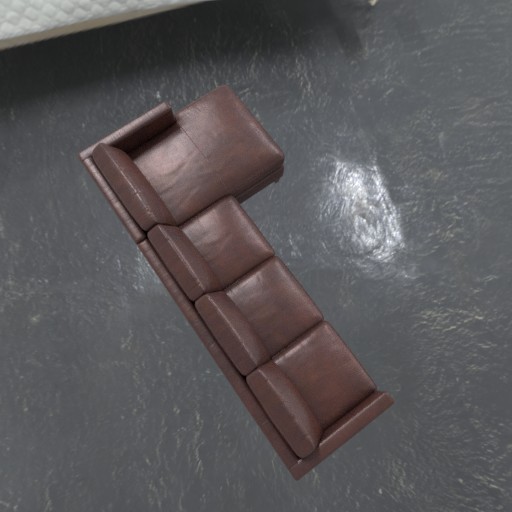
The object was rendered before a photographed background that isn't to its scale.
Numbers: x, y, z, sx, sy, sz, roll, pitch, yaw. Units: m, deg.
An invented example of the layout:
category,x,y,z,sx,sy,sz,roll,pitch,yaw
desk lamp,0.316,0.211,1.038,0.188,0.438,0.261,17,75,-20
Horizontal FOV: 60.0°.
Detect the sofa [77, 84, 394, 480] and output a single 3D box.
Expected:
category,x,y,z,sx,sy,sz,roll,pitch,yaw
sofa,0.000,0.000,3.922,1.581,0.883,3.203,-35,77,-9
